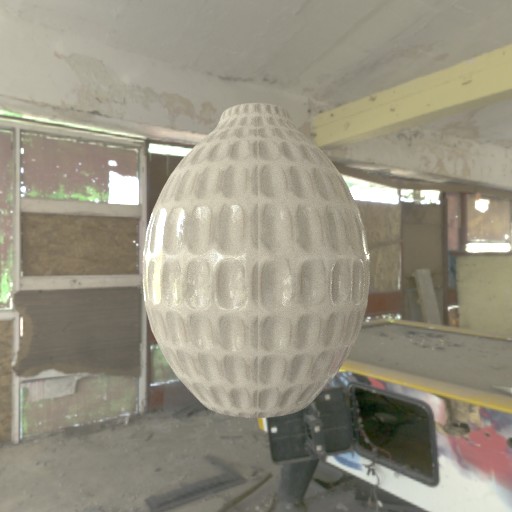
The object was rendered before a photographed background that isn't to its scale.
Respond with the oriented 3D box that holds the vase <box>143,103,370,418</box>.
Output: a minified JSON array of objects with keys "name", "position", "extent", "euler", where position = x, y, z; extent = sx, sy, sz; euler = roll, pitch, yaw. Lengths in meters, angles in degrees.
[{"name":"vase","position":[0.000,0.000,0.258],"extent":[0.128,0.167,0.128],"euler":[0,0,0]}]
